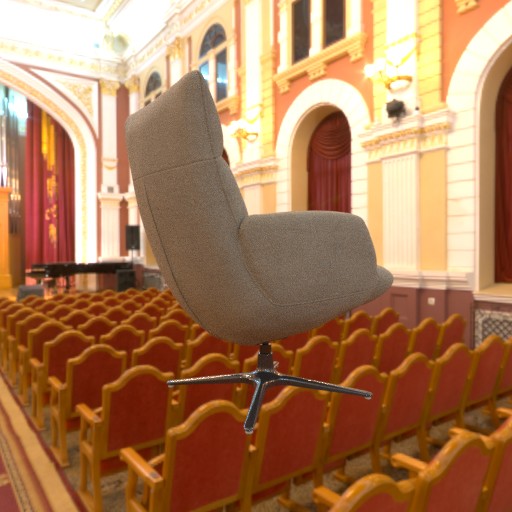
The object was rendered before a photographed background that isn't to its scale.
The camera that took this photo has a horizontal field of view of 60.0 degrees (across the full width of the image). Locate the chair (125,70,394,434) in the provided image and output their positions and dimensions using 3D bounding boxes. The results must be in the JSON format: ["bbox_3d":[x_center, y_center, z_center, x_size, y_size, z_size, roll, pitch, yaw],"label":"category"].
[{"bbox_3d":[0.000,0.000,1.624,0.889,1.016,0.711,0,1,-35],"label":"chair"}]
